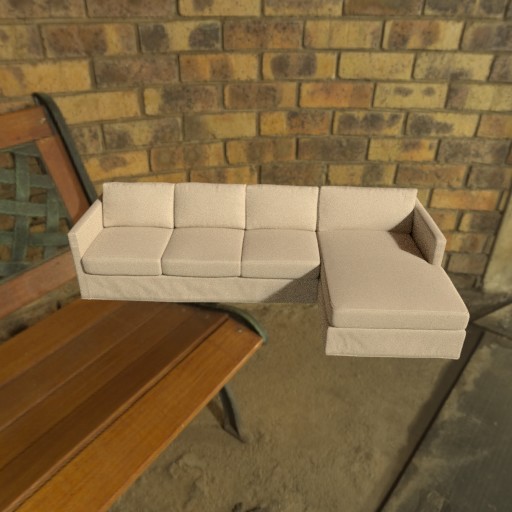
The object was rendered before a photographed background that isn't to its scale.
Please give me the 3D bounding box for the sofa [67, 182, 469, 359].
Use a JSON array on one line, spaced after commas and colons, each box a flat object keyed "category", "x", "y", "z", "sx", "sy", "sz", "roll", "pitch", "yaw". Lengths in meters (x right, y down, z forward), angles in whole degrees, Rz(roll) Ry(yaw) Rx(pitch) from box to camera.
[{"category": "sofa", "x": 0.000, "y": 0.000, "z": 3.901, "sx": 3.206, "sy": 0.871, "sz": 1.622, "roll": 1, "pitch": 30, "yaw": 2}]
